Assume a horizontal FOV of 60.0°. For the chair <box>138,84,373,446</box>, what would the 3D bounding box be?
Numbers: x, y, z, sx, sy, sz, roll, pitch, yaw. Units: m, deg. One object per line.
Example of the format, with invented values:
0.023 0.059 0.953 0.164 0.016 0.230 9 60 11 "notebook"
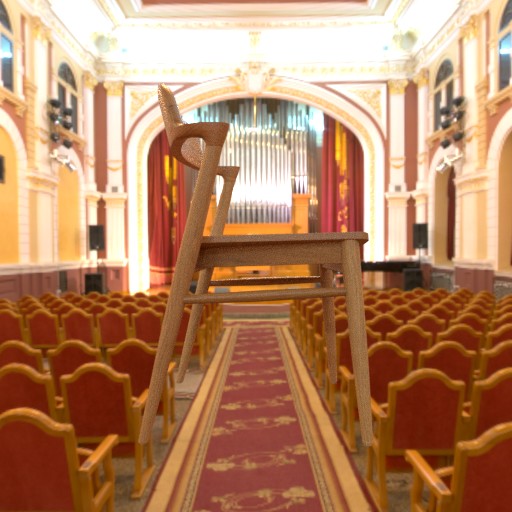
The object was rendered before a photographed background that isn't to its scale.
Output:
0.000 0.000 1.152 0.499 0.792 0.512 0 1 0 "chair"
